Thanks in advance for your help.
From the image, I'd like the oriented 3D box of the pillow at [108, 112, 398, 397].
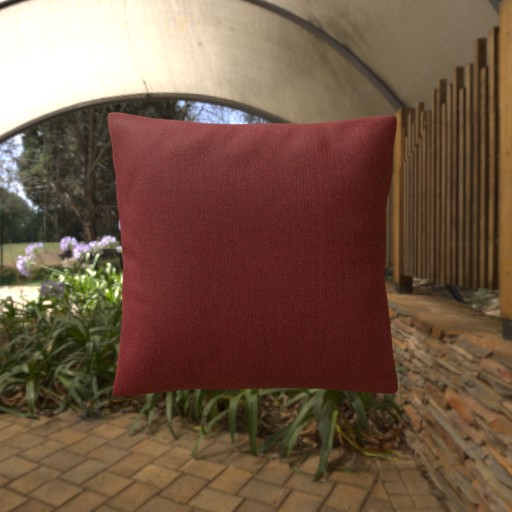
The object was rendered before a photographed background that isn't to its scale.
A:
[{"bbox_3d":[0.000,0.000,0.785,0.513,0.497,0.166,0,1,-2],"label":"pillow"}]
